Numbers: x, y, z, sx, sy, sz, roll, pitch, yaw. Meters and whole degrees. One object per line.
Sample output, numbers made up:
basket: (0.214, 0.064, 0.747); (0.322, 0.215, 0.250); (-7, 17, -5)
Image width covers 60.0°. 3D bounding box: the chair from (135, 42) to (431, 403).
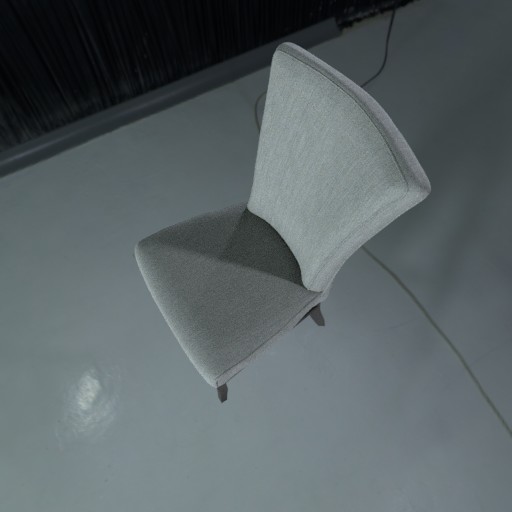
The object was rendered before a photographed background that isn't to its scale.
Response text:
chair: (0.000, 0.000, 1.365); (0.660, 0.991, 0.520); (-30, 68, -13)
